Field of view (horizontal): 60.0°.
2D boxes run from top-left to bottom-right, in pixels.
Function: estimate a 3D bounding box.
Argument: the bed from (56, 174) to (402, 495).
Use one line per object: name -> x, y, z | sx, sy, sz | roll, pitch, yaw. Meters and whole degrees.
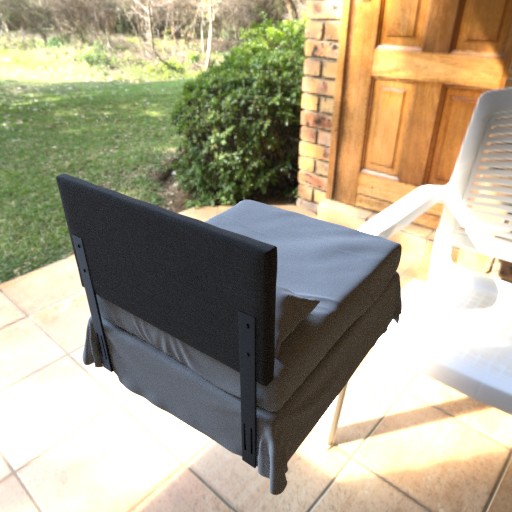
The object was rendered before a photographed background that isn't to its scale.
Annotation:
bed -> 0.000, 0.000, 3.454 | 1.936, 1.577, 2.222 | 20, 36, 30
